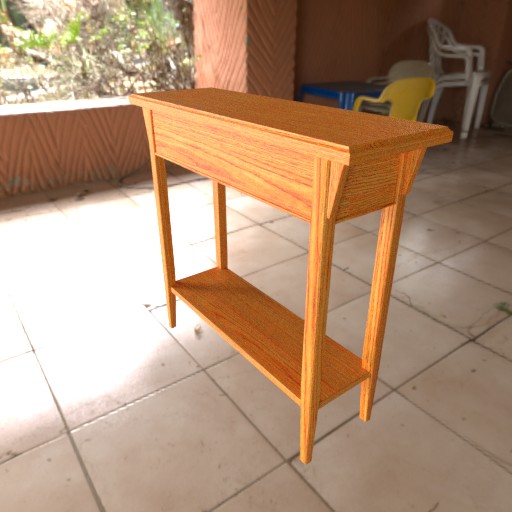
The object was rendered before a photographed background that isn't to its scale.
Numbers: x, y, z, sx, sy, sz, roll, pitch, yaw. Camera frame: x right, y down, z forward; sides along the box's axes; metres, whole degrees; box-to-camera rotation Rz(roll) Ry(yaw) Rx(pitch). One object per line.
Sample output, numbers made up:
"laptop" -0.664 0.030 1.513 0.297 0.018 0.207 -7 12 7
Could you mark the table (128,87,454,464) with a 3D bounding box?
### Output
"table" 0.000 0.000 1.102 0.254 0.711 0.762 -19 32 -33
